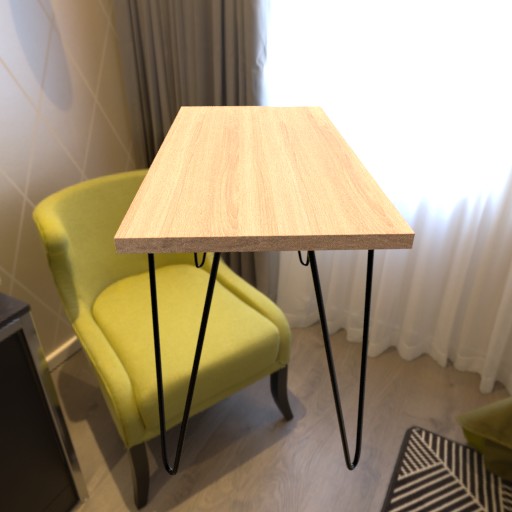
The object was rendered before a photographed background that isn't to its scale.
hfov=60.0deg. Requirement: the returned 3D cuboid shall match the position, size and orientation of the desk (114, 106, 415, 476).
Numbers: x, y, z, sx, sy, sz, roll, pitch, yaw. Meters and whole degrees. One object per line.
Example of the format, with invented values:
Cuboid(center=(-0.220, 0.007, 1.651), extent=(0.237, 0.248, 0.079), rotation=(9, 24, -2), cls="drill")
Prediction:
Cuboid(center=(0.000, 0.000, 1.326), extent=(0.499, 0.660, 0.991), rotation=(-1, 31, -2), cls="desk")
